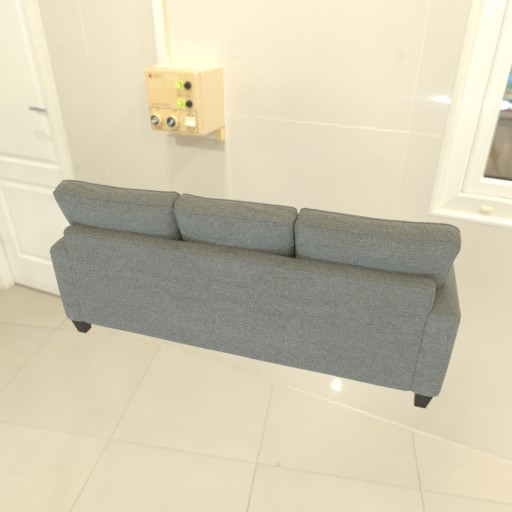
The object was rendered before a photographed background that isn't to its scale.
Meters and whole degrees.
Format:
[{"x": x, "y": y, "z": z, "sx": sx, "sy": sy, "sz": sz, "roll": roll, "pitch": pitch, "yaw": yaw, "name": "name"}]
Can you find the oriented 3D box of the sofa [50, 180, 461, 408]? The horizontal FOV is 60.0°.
[{"x": 0.000, "y": 0.000, "z": 2.612, "sx": 2.158, "sy": 0.965, "sz": 0.951, "roll": 9, "pitch": 31, "yaw": 15, "name": "sofa"}]
